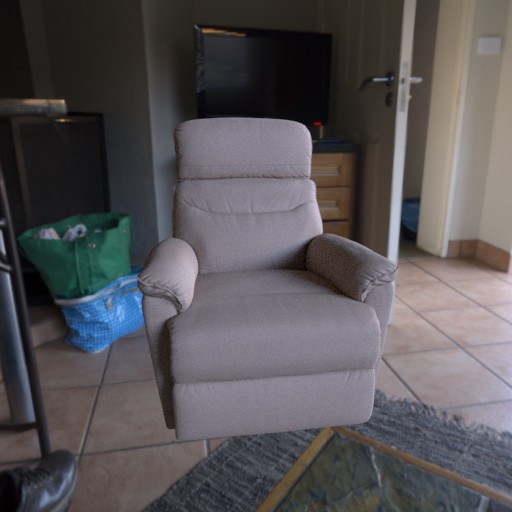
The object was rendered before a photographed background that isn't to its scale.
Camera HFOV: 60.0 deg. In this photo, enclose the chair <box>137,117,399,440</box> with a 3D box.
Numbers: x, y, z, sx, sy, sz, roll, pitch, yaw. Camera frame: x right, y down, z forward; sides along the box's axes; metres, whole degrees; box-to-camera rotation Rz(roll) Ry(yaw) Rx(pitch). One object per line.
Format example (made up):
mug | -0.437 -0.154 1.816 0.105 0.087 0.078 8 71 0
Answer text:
chair | 0.000 0.000 1.725 0.820 1.037 1.004 -2 17 -8
